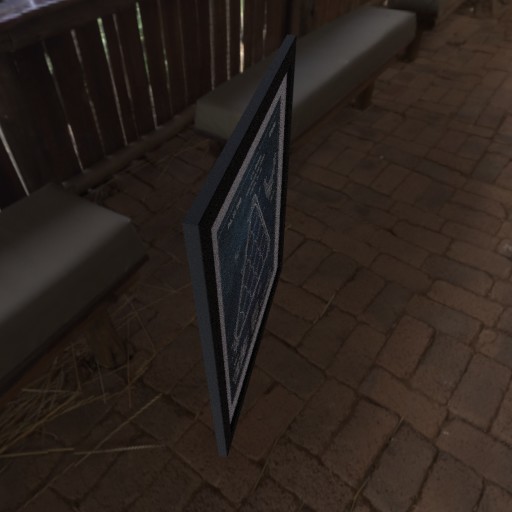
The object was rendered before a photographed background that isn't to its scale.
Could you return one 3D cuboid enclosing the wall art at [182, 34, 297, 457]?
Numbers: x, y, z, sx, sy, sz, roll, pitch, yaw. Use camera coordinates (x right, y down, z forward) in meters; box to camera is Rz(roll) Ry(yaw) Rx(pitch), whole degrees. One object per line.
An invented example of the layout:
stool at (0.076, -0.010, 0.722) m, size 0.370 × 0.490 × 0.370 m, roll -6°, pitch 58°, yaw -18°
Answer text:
wall art at (0.000, 0.000, 0.493) m, size 0.010 × 0.361 × 0.311 m, roll 10°, pitch 47°, yaw 10°
